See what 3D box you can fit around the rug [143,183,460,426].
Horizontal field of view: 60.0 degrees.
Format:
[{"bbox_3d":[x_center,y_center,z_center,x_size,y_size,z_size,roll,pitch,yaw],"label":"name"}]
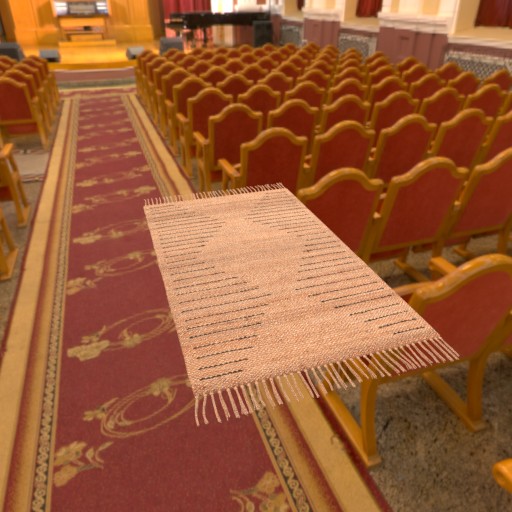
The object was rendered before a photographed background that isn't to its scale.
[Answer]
[{"bbox_3d":[0.000,0.000,2.062,0.905,0.017,1.718,-9,32,-16],"label":"rug"}]
